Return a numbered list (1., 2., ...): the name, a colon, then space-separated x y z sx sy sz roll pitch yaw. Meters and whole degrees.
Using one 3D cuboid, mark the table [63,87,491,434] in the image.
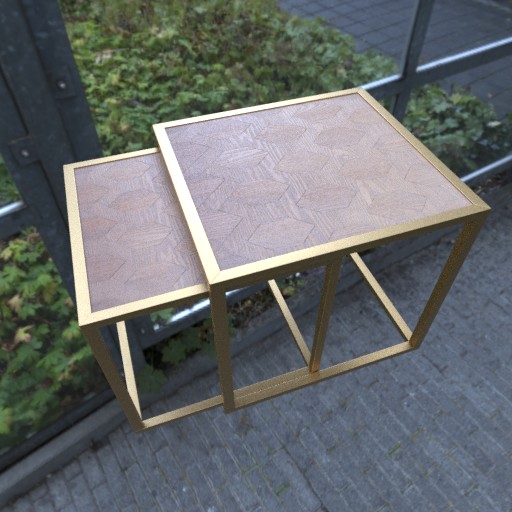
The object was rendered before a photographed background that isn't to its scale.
1. table: 0.000 0.000 1.089 0.762 0.505 0.505 -15 49 -13
